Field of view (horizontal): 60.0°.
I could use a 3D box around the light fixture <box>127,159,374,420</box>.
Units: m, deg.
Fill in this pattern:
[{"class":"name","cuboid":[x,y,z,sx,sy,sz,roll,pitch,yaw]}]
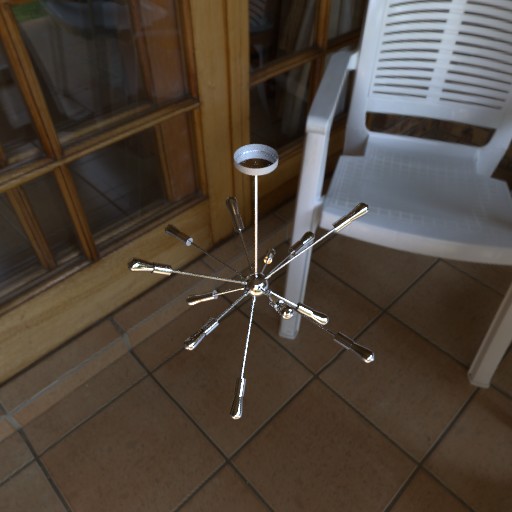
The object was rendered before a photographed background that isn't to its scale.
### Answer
[{"class":"light fixture","cuboid":[0.000,0.000,1.064,0.684,0.558,0.509,31,53,27]}]
